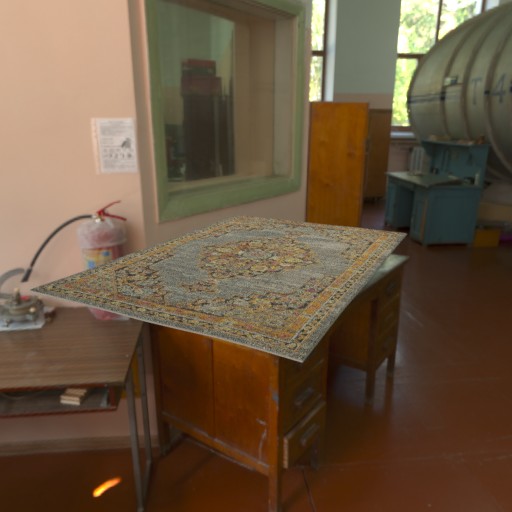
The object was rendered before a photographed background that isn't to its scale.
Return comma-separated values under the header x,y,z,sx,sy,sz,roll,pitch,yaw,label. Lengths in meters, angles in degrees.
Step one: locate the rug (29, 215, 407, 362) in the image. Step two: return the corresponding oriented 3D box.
x,y,z,sx,sy,sz,roll,pitch,yaw,label
0.000,0.000,4.056,2.158,0.024,3.063,9,19,26,rug
